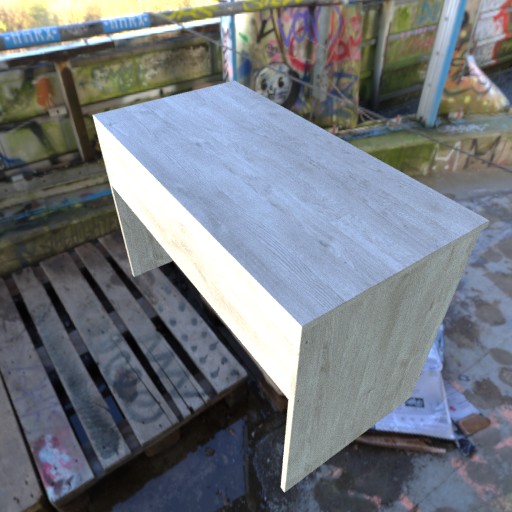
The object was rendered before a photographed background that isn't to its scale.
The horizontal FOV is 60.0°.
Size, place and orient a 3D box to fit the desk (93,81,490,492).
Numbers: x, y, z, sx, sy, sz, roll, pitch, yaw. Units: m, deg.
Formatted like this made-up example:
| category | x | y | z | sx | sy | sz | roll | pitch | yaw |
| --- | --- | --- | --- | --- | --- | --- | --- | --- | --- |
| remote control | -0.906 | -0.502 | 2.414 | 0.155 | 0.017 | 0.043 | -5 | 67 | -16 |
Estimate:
| category | x | y | z | sx | sy | sz | roll | pitch | yaw |
| --- | --- | --- | --- | --- | --- | --- | --- | --- | --- |
| desk | 0.000 | 0.000 | 1.489 | 0.560 | 0.730 | 1.100 | -24 | 47 | -25 |
